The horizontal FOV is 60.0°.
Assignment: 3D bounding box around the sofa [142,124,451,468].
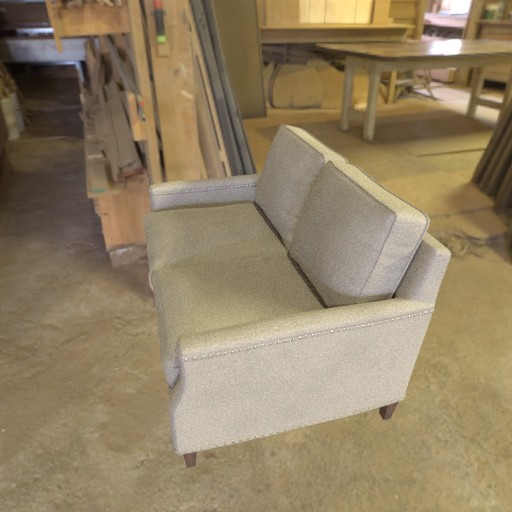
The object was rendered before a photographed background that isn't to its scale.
[{"bbox_3d":[0.000,0.000,2.276,1.084,1.003,1.597,-8,31,-13],"label":"sofa"}]
